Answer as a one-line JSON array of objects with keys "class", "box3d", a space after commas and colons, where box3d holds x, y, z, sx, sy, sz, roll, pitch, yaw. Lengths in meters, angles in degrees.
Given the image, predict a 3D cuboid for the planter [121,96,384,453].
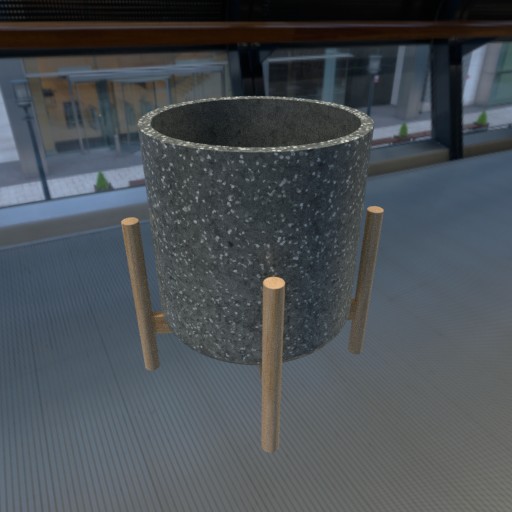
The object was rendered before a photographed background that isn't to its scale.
[{"class": "planter", "box3d": [0.000, 0.000, 0.687, 0.360, 0.419, 0.360, 8, 31, 14]}]
